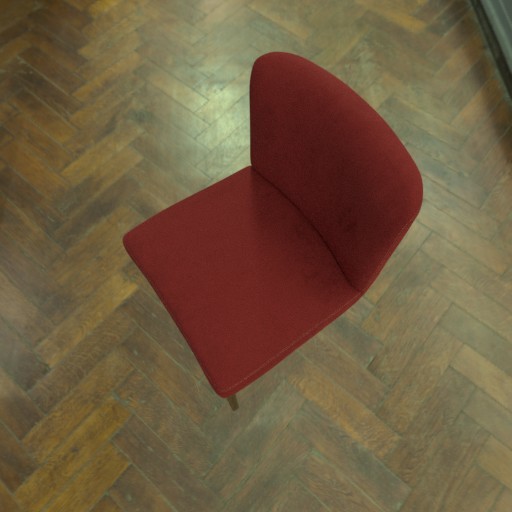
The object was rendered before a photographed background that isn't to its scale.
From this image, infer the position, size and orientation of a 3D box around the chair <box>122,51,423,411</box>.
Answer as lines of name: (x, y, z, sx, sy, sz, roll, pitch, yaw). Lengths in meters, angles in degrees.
chair: (0.000, 0.000, 1.191, 0.560, 0.824, 0.530, -32, 68, -14)
